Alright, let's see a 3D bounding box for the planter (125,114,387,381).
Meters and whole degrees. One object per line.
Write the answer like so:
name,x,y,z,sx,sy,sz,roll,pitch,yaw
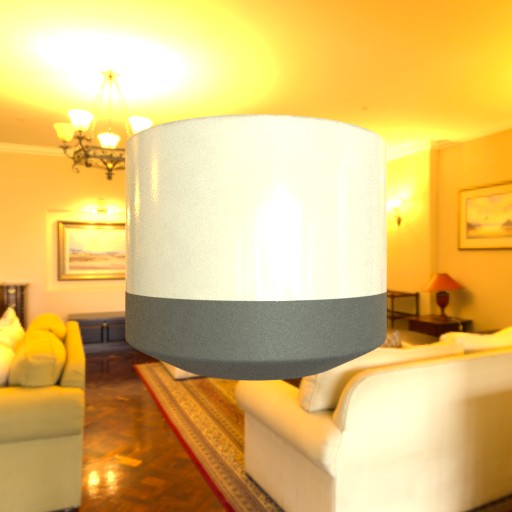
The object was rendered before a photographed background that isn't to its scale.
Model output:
planter,0.000,0.000,0.227,0.128,0.105,0.128,0,0,0
